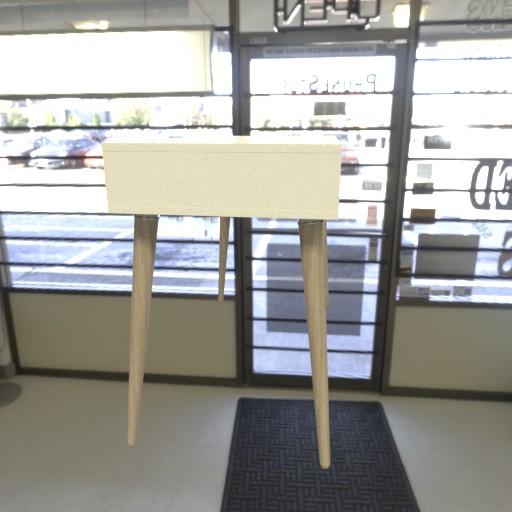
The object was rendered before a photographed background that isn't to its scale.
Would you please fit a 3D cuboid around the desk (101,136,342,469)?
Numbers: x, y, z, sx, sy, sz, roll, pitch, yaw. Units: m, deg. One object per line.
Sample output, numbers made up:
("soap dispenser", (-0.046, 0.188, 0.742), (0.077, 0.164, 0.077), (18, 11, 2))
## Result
("desk", (0.000, 0.000, 1.408), (0.491, 0.723, 0.979), (2, 16, 8))
